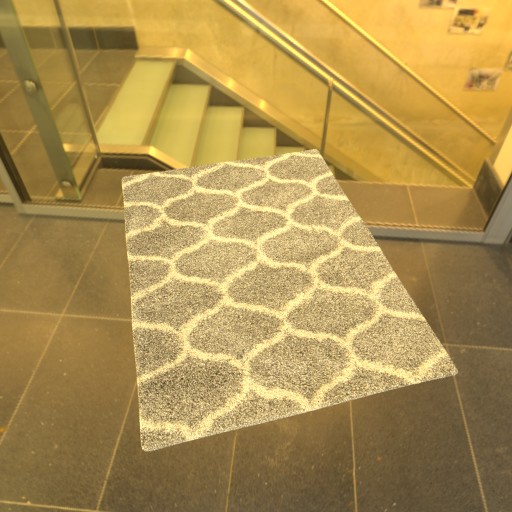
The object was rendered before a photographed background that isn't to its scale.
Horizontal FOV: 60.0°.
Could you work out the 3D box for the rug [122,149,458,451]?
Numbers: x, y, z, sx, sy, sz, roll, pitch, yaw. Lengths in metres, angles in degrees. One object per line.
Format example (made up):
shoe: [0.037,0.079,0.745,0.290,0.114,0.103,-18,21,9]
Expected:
rug: [0.000,0.000,2.133,1.200,0.025,1.600,-10,47,-10]
